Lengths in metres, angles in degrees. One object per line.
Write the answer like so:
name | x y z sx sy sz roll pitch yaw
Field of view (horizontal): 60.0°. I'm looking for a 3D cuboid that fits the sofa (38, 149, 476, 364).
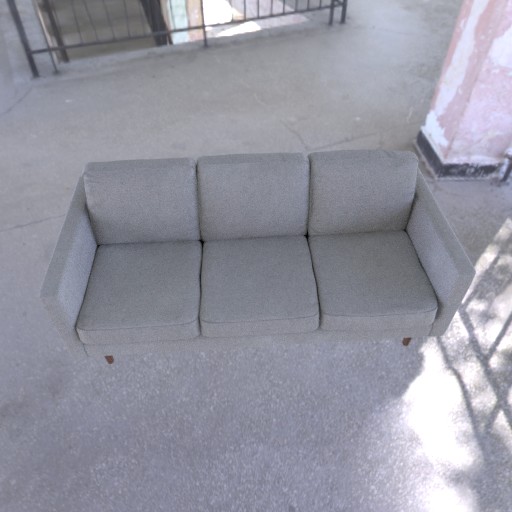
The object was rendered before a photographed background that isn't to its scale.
sofa | 0.000 0.000 2.454 1.983 0.918 0.944 -3 46 -3
